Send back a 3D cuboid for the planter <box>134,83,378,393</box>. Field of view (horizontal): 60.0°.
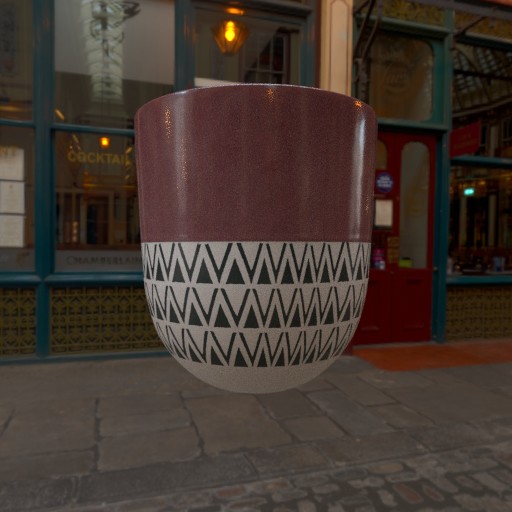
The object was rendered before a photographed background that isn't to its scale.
[{"bbox_3d":[0.000,0.000,0.369,0.195,0.214,0.195,0,1,0],"label":"planter"}]
